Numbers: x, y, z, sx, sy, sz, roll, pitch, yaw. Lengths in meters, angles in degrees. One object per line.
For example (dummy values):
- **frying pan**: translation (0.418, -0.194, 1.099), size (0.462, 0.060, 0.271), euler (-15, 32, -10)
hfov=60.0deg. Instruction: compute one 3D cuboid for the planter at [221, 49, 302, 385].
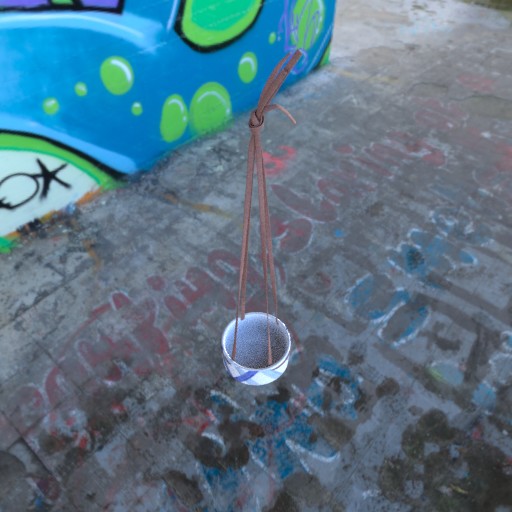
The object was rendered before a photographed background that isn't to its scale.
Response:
- **planter**: translation (0.000, 0.000, 0.825), size (0.166, 0.751, 0.166), euler (32, 55, 26)
